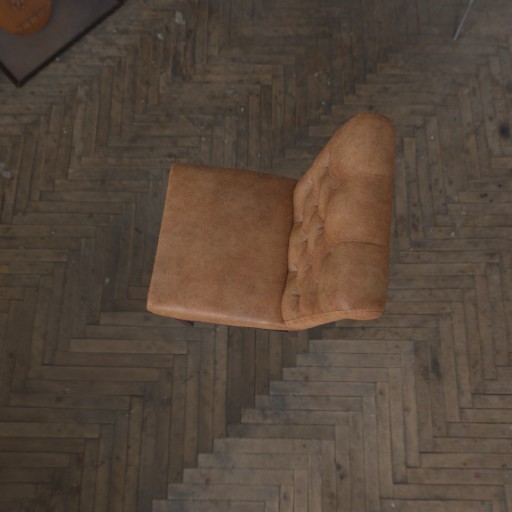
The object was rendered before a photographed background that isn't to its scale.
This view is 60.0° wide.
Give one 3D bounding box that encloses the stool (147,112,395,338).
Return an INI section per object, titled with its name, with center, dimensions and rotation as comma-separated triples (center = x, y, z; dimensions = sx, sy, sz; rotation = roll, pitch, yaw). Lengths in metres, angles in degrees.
[stool]
center = 0.000, 0.000, 1.494
dimensions = 0.601, 1.140, 0.493
rotation = 7, 77, 2
